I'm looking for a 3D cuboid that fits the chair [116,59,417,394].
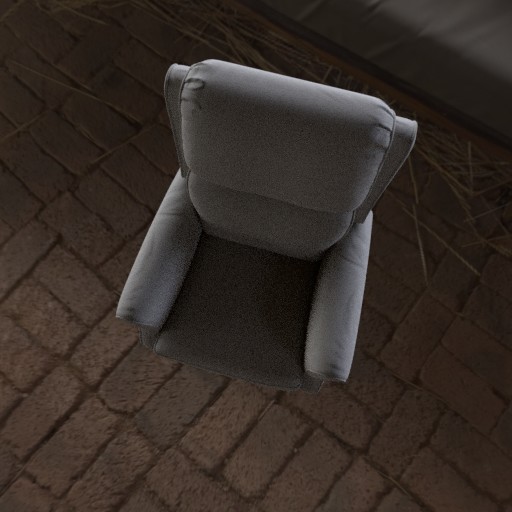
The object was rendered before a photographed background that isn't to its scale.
[{"bbox_3d":[0.000,0.000,1.695,0.859,1.046,0.919,15,76,4],"label":"chair"}]
